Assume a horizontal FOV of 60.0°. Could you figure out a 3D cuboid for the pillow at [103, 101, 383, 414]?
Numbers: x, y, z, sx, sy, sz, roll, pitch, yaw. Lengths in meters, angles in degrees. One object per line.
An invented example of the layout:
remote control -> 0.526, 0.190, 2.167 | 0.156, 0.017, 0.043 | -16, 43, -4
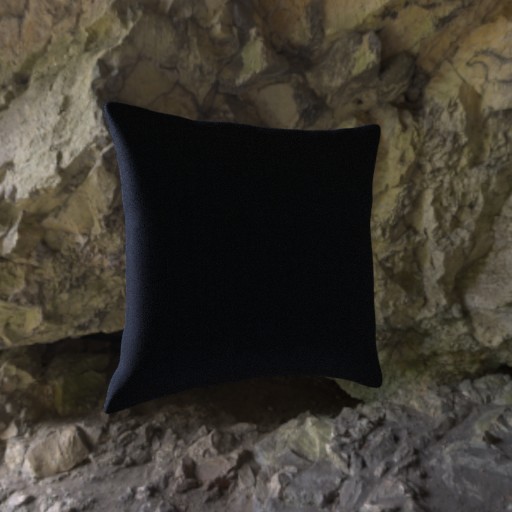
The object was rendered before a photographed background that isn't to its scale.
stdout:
pillow -> 0.000, 0.000, 0.660 | 0.431, 0.431, 0.141 | 0, 0, -18
